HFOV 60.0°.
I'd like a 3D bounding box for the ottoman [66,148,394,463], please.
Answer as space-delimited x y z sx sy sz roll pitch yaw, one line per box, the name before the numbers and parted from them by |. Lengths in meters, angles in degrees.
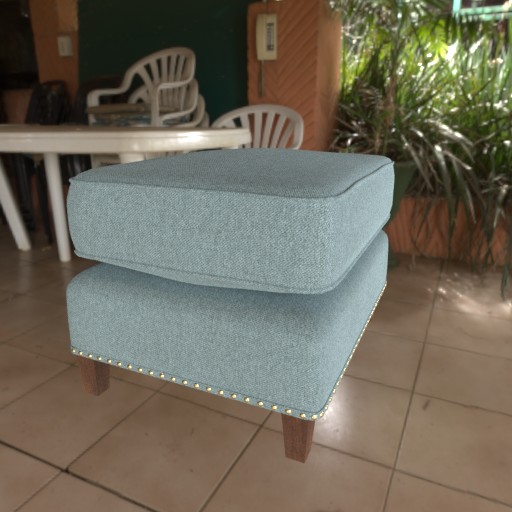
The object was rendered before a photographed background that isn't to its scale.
ottoman | 0.000 0.000 1.135 0.589 0.537 0.738 8 19 23
